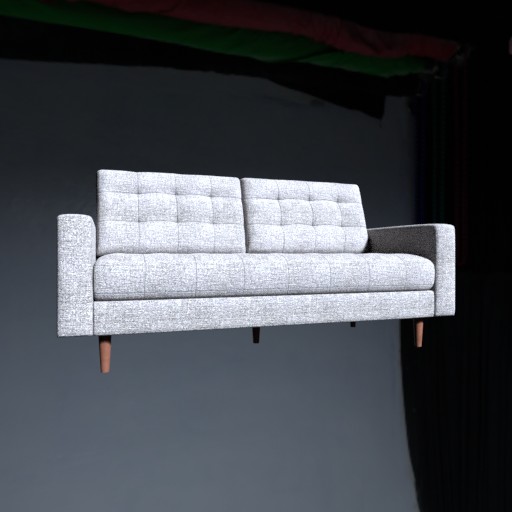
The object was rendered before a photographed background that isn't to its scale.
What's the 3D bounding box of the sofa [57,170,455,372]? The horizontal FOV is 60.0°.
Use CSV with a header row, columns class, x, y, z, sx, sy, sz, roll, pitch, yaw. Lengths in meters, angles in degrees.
class,x,y,z,sx,sy,sz,roll,pitch,yaw
sofa,0.000,0.000,2.298,1.821,0.902,0.863,0,0,-19
